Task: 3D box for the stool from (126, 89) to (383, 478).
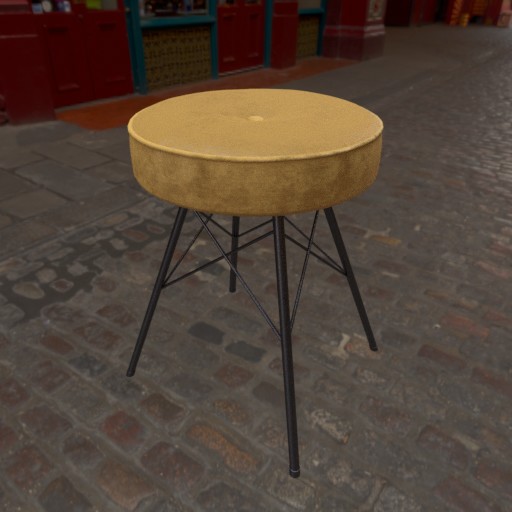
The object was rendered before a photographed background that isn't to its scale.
[{"bbox_3d":[0.000,0.000,0.907,0.472,0.595,0.438,21,37,30],"label":"stool"}]
